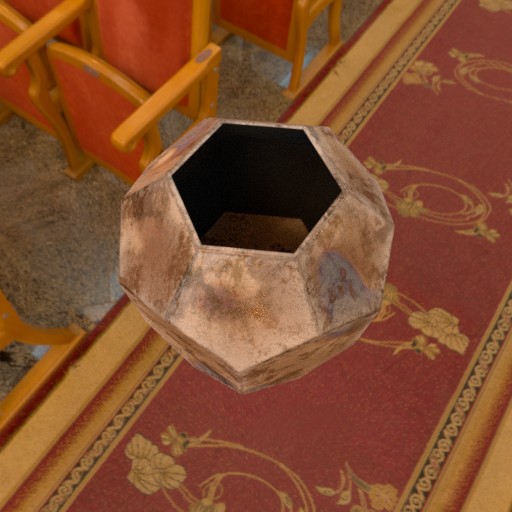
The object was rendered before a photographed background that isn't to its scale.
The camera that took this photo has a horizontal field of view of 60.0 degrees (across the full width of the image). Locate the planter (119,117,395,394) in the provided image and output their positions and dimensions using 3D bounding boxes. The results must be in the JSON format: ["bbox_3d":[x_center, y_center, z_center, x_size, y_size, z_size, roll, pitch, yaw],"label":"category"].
[{"bbox_3d":[0.000,0.000,0.426,0.243,0.238,0.221,33,68,15],"label":"planter"}]
